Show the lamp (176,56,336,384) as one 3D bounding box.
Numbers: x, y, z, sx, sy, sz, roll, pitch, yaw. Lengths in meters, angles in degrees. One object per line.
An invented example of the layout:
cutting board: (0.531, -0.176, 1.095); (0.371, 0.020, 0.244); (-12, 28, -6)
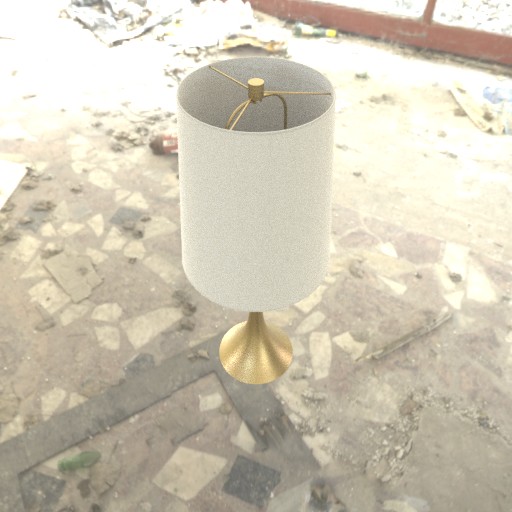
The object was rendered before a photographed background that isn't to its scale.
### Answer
lamp: (0.000, 0.000, 0.703); (0.231, 0.569, 0.231); (0, 47, 0)
